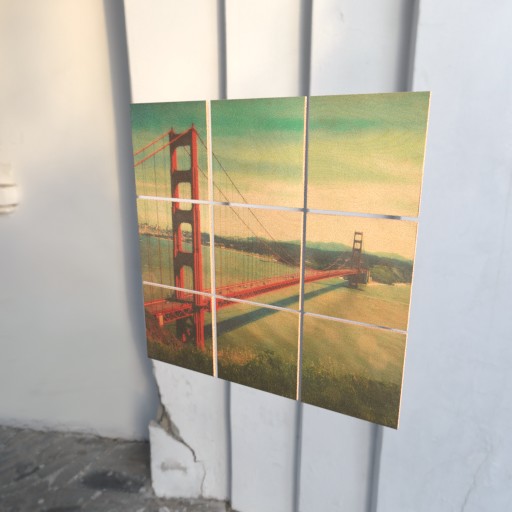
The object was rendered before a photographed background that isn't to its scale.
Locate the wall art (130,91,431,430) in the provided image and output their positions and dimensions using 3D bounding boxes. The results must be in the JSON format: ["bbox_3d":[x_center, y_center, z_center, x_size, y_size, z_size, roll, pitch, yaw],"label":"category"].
[{"bbox_3d":[0.000,0.000,1.797,1.217,1.207,0.016,8,17,27],"label":"wall art"}]
